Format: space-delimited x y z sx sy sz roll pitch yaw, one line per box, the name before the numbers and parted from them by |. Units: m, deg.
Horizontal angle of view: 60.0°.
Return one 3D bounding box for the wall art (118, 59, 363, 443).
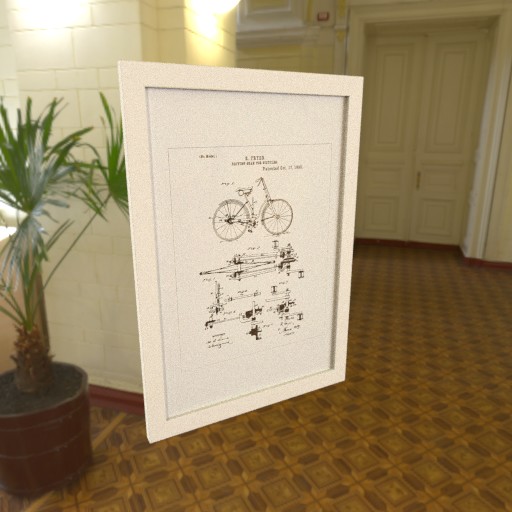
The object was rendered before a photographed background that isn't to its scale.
wall art | 0.000 0.000 0.612 0.332 0.477 0.015 -8 18 -27
